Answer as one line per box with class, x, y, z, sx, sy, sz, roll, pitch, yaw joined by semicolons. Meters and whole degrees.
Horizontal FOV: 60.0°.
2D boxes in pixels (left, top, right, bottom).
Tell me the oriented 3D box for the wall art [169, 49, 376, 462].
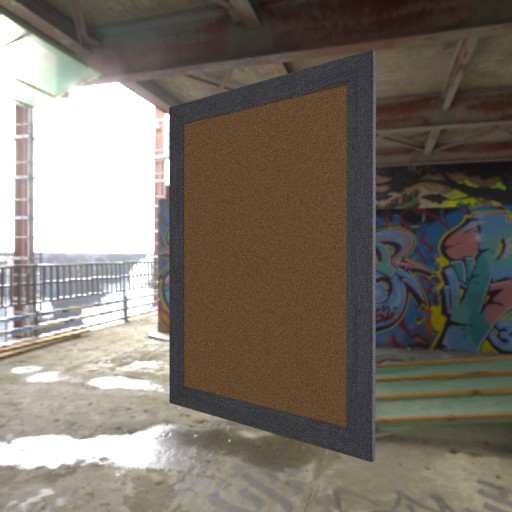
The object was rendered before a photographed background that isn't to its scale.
wall art;0.000;0.000;1.385;0.768;1.070;0.020;0;0;37
